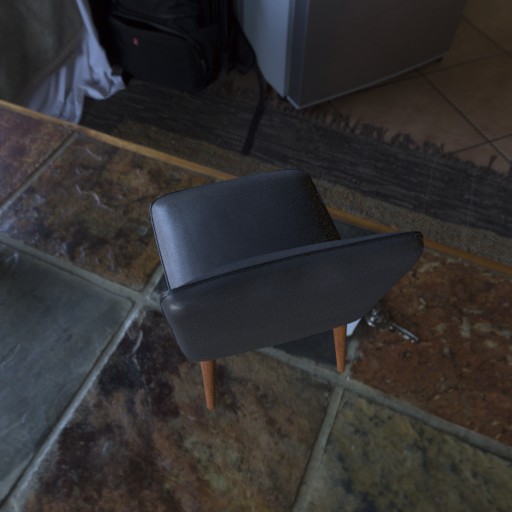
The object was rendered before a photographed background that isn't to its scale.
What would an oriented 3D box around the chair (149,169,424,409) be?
[{"bbox_3d":[0.000,0.000,1.231,0.543,0.801,0.645,-17,59,-11],"label":"chair"}]
